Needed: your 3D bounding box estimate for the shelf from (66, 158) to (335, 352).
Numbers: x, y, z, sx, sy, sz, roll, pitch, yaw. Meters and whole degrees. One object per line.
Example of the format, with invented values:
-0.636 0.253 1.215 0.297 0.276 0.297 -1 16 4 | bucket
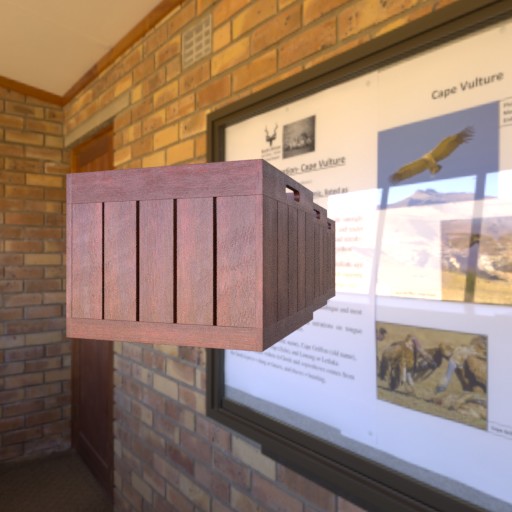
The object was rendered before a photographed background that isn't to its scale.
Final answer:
0.000 0.000 1.280 0.393 0.311 1.064 0 0 19 | shelf
